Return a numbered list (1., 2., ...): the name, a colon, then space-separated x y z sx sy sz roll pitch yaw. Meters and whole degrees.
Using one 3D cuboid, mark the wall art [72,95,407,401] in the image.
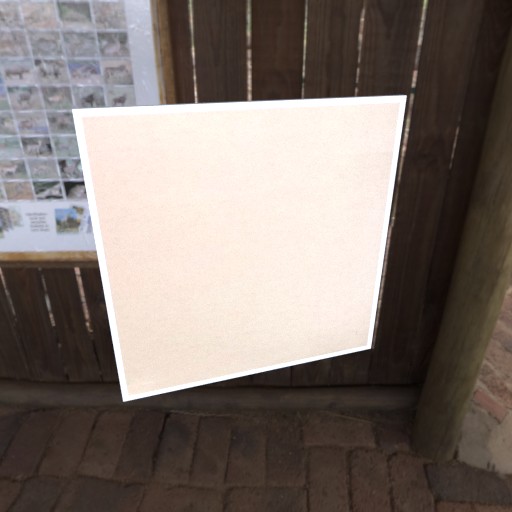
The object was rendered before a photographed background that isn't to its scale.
1. wall art: 0.000 0.000 0.839 0.557 0.557 0.012 -8 27 -16
